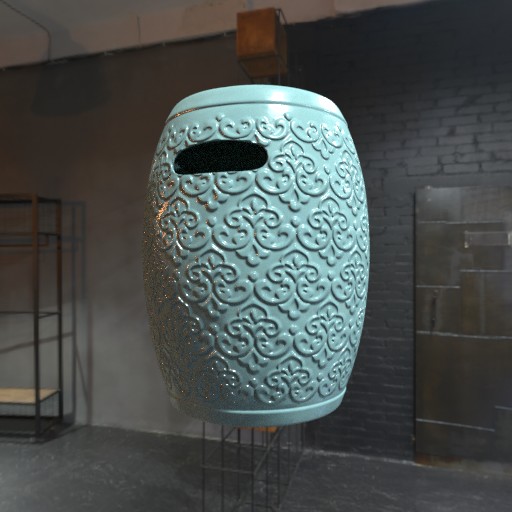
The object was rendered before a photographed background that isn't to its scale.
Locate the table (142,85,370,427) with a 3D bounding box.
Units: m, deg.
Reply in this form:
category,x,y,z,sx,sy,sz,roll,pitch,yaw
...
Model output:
category,x,y,z,sx,sy,sz,roll,pitch,yaw
table,0.000,0.000,0.623,0.309,0.397,0.309,0,0,0
